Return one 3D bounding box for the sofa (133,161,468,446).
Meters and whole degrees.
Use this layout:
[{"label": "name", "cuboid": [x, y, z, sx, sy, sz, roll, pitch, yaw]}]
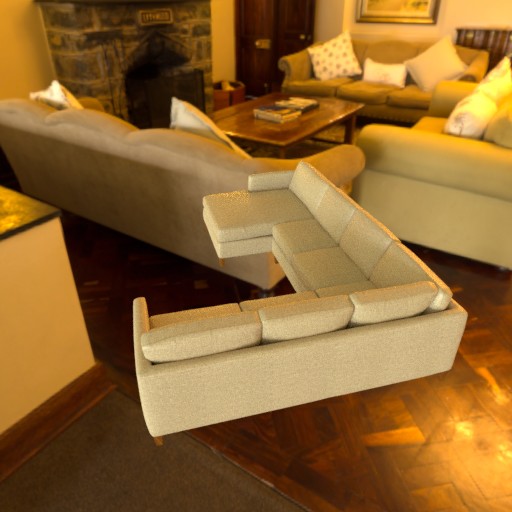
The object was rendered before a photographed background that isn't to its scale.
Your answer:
[{"label": "sofa", "cuboid": [0.000, 0.000, 4.745, 2.594, 0.961, 3.460, -8, 32, -13]}]
